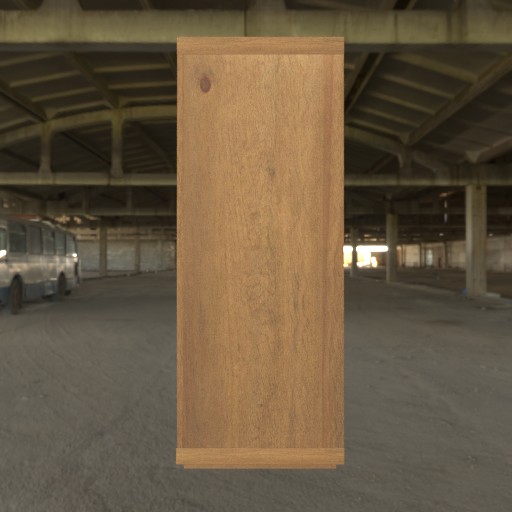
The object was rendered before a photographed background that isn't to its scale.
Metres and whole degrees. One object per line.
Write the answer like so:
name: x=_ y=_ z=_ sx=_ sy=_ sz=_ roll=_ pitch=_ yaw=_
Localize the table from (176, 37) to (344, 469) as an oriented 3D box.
table: x=0.000 y=0.000 z=1.760 sx=0.524 sy=1.294 sz=0.901 roll=0 pitch=0 yaw=0
